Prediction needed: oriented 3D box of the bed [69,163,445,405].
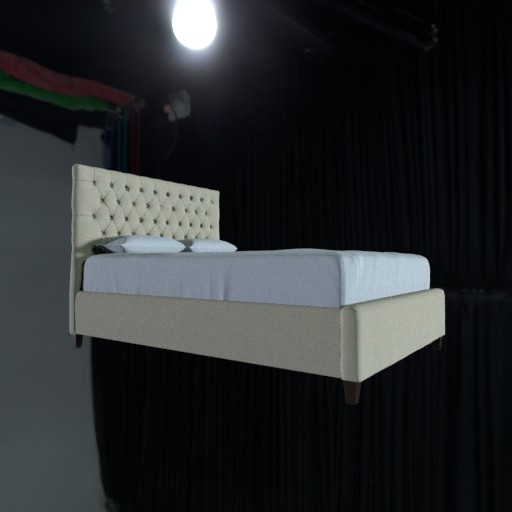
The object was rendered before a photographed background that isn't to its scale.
[{"bbox_3d":[0.000,0.000,3.428,2.387,1.427,1.698,0,-1,36],"label":"bed"}]
